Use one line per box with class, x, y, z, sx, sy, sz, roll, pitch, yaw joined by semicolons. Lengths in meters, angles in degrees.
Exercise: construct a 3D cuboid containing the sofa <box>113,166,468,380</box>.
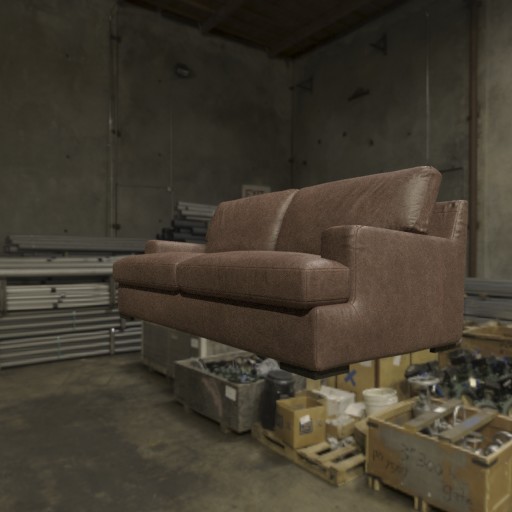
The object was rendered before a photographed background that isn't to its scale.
sofa;0.000;0.000;2.830;1.143;0.941;2.261;0;0;-36
